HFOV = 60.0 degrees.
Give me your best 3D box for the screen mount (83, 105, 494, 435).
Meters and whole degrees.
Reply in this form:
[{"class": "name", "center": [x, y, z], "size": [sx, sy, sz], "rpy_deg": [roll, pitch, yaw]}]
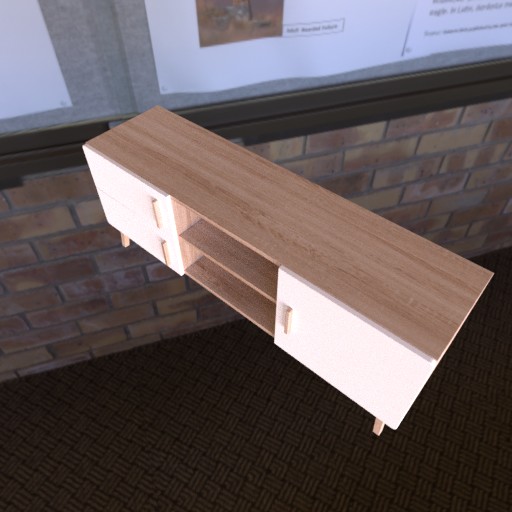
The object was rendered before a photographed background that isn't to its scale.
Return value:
[{"class": "screen mount", "center": [0.000, 0.000, 1.746], "size": [1.500, 0.570, 0.420], "rpy_deg": [32, 55, 26]}]
